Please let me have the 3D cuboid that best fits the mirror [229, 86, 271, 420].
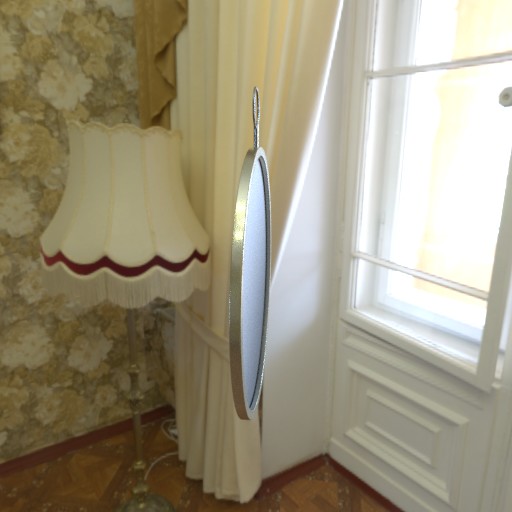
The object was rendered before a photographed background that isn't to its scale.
[{"bbox_3d":[0.000,0.000,0.993,0.020,0.713,0.594,2,15,6],"label":"mirror"}]
